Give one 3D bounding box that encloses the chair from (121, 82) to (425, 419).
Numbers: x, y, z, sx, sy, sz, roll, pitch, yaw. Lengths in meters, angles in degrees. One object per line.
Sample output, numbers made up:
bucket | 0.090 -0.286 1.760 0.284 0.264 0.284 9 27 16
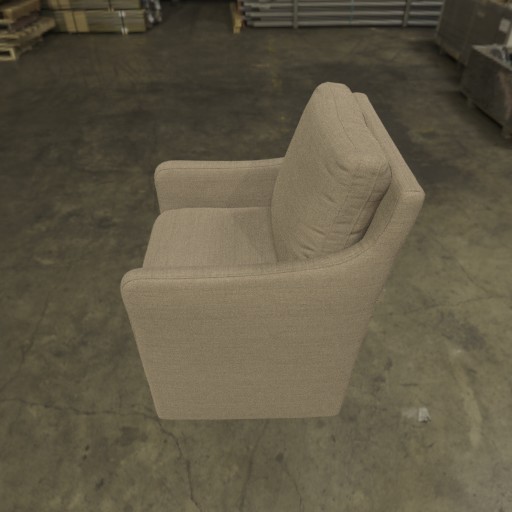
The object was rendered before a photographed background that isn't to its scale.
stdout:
chair | 0.000 0.000 1.380 0.694 0.914 0.626 -1 40 -1
